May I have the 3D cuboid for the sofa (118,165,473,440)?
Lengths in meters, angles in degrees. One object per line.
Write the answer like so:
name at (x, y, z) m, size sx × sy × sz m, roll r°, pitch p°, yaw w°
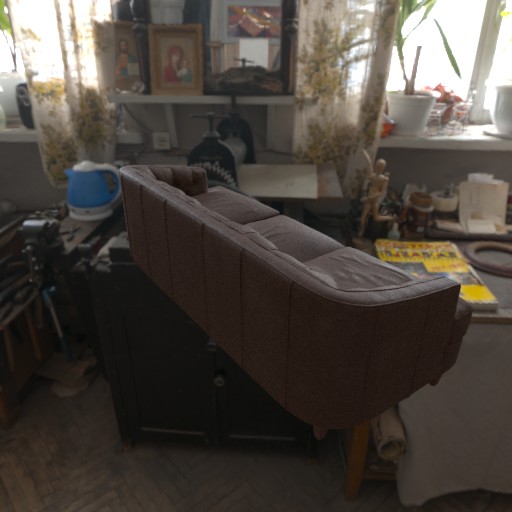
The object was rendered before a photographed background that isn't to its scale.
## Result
sofa at (0.000, 0.000, 2.597) m, size 0.927 × 0.787 × 2.227 m, roll -18°, pitch 32°, yaw -31°
